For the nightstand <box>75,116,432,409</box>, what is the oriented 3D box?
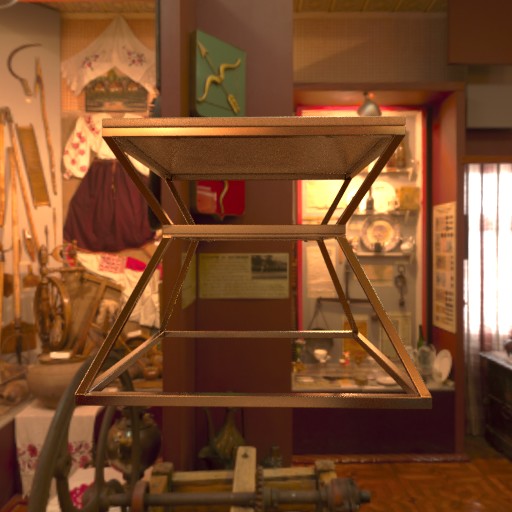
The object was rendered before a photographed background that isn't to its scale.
[{"bbox_3d":[0.000,0.000,0.889,0.513,0.426,0.514,0,1,1],"label":"nightstand"}]
